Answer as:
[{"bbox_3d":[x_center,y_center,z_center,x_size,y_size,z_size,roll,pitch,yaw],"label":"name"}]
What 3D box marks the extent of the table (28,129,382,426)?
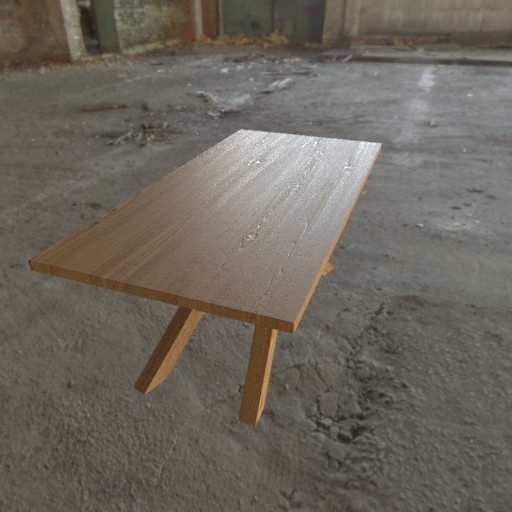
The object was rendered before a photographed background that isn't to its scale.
[{"bbox_3d":[0.000,0.000,2.213,0.901,0.750,1.797,11,32,18],"label":"table"}]
